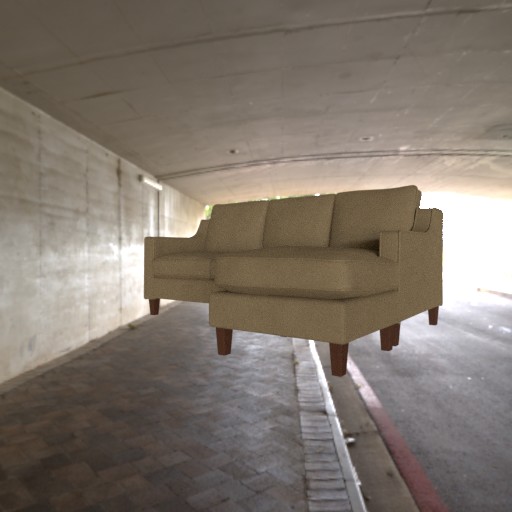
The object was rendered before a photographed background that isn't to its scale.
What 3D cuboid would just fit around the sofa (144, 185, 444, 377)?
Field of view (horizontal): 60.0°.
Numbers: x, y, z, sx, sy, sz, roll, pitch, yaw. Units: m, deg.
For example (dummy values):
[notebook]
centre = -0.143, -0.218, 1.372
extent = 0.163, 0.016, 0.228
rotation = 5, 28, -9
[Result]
[sofa]
centre = 0.000, 0.000, 3.349
extent = 2.317, 1.066, 1.858
rotation = 1, 1, 36
